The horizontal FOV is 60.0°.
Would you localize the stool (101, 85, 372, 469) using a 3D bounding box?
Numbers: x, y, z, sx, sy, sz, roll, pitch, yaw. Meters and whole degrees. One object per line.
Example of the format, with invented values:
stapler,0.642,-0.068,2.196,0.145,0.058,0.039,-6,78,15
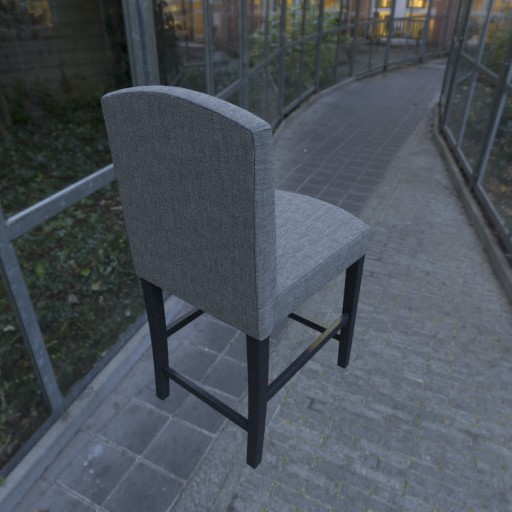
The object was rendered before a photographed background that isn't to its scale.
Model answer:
stool,0.000,0.000,1.252,0.451,0.966,0.552,22,37,33
